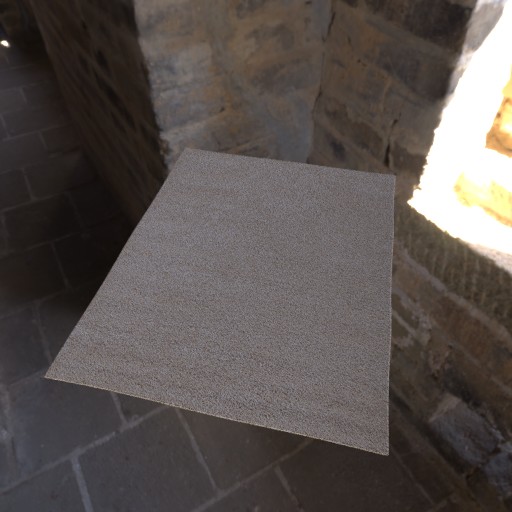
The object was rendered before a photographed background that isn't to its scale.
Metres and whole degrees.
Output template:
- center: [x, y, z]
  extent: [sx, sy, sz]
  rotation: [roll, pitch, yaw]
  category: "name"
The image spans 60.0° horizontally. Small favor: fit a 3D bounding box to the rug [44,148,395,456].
- center: [0.000, 0.000, 3.978]
  extent: [2.400, 0.026, 3.000]
  rotation: [10, 47, 9]
  category: "rug"
